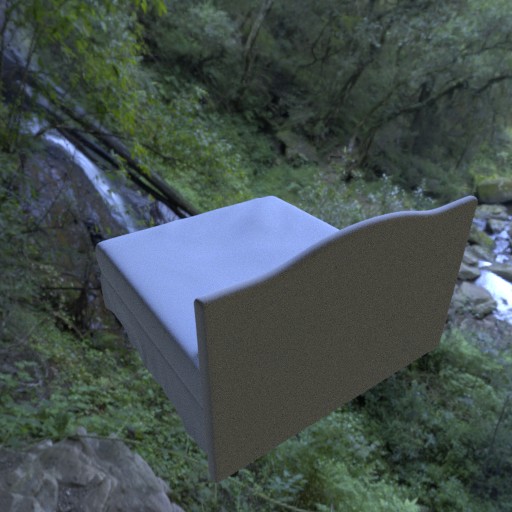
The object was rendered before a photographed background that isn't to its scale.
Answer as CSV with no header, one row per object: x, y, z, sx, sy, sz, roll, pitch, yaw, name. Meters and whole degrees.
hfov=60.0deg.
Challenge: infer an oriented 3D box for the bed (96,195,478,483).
0.000,0.000,3.470,2.083,1.421,2.182,-19,35,-30,bed
